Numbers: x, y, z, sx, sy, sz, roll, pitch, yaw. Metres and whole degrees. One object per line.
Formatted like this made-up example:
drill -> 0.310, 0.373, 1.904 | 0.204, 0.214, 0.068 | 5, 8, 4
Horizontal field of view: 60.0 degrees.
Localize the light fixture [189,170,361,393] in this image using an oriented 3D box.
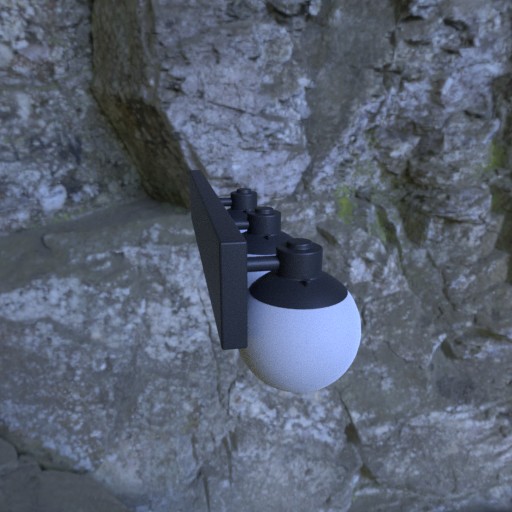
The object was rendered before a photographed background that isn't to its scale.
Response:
light fixture -> 0.000, 0.000, 0.877 | 0.218, 0.263, 0.721 | -3, 18, -10
